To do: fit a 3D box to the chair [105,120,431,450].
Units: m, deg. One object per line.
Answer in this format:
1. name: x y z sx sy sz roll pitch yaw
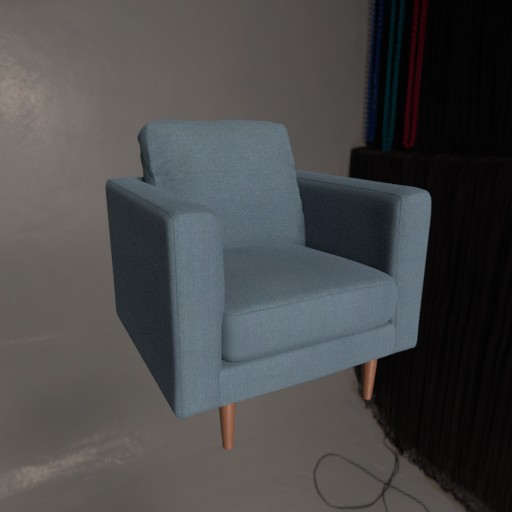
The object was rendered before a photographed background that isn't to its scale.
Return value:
1. chair: 0.000 0.000 1.551 0.855 0.922 0.820 -8 18 -27
